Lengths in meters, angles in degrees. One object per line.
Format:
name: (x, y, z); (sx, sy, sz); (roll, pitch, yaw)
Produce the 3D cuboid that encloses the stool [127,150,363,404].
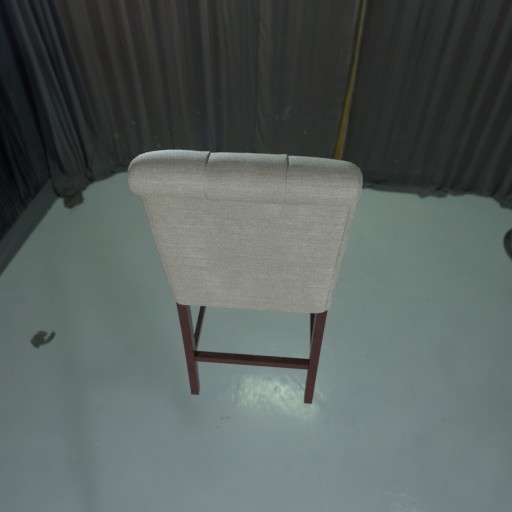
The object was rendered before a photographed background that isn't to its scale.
stool: (0.000, 0.000, 1.442); (0.486, 1.084, 0.660); (3, 45, 3)
